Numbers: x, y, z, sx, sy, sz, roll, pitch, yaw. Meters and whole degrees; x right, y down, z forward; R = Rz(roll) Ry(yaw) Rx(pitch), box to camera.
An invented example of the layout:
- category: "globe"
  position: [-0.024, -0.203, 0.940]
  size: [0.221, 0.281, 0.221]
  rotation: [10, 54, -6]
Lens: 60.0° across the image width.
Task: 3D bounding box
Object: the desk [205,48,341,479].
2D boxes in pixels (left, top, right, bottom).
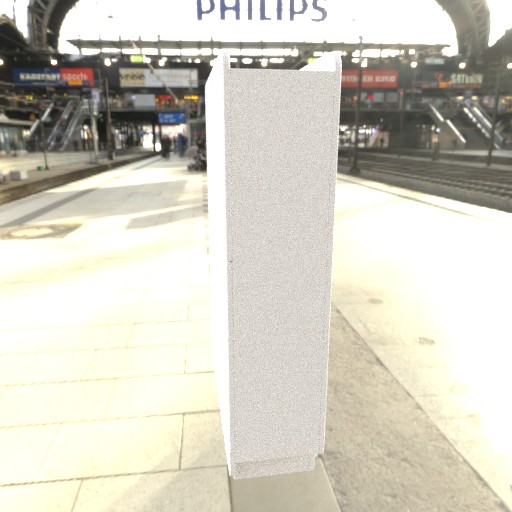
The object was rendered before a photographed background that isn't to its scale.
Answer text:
- category: "desk"
  position: [0.000, 0.000, 1.534]
  size: [0.278, 1.190, 0.795]
  rotation: [-2, 15, -9]
